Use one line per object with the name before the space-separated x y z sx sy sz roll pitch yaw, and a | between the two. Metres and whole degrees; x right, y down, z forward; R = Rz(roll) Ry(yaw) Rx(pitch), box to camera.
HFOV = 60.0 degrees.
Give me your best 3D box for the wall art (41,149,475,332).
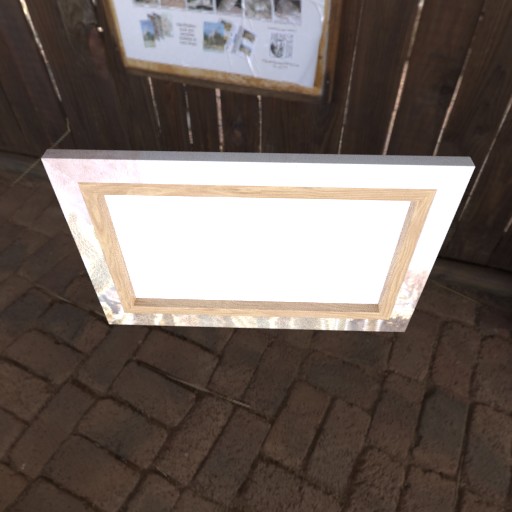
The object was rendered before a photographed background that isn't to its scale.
wall art | 0.000 0.000 1.166 0.916 0.608 0.040 1 46 1
